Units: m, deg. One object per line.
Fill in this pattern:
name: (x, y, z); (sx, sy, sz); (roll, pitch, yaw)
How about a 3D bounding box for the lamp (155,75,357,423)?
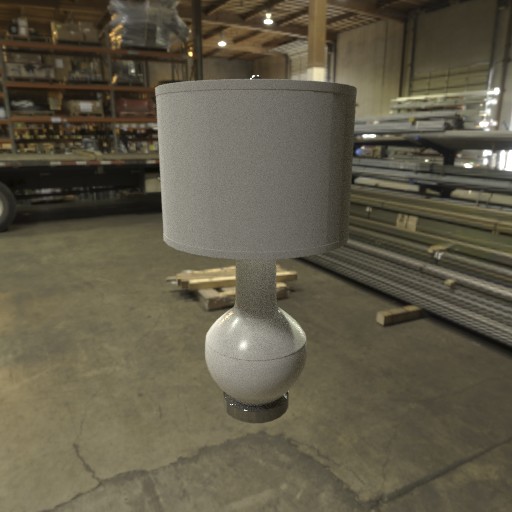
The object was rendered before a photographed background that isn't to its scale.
lamp: (0.000, 0.000, 0.883); (0.357, 0.673, 0.357); (-8, 18, -27)
